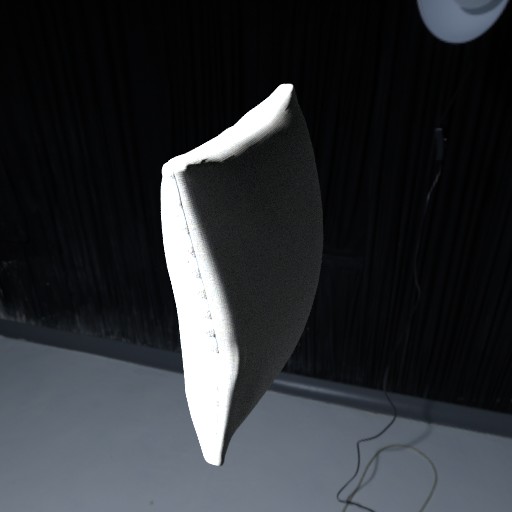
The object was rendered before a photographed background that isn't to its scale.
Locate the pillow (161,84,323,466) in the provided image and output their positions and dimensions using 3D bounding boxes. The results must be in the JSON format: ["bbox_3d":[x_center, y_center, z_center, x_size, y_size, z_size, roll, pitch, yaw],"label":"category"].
[{"bbox_3d":[0.000,0.000,0.774,0.219,0.491,0.496,9,32,15],"label":"pillow"}]
